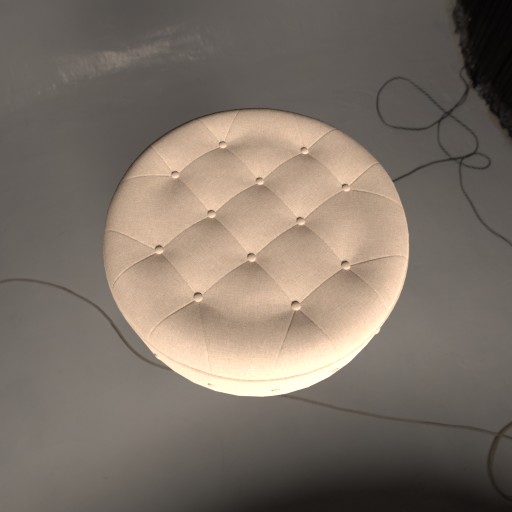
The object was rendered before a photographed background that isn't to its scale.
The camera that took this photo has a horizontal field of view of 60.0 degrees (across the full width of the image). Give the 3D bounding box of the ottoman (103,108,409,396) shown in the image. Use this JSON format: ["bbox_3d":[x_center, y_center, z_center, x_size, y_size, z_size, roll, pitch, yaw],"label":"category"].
[{"bbox_3d":[0.000,0.000,1.394,0.848,0.494,0.848,0,63,0],"label":"ottoman"}]
